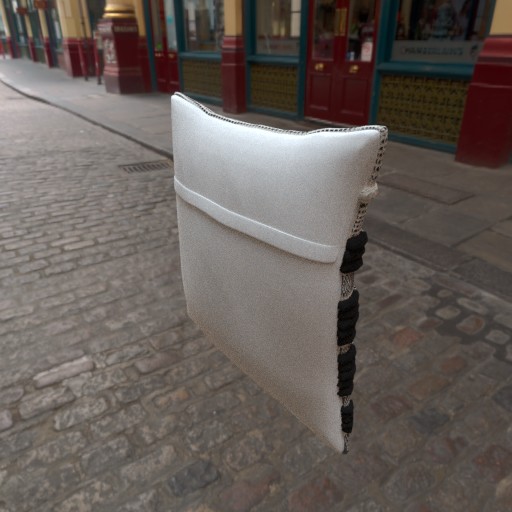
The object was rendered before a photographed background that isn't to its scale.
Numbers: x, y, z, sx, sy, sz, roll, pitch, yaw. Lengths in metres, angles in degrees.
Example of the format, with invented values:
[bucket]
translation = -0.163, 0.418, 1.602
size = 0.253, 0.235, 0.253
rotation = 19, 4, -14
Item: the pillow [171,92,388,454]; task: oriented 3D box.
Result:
[pillow]
translation = 0.000, 0.000, 0.671
size = 0.156, 0.438, 0.436
rotation = -18, 31, -33
